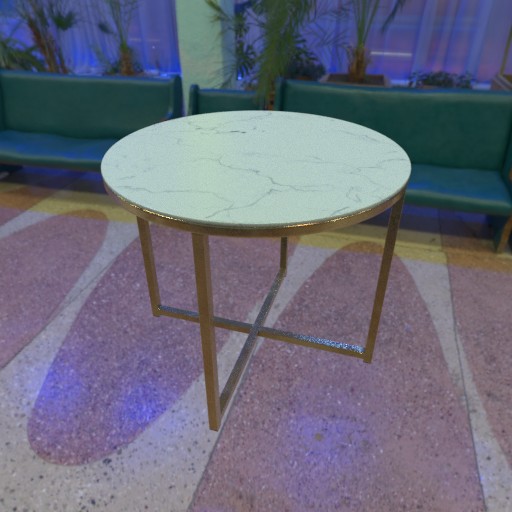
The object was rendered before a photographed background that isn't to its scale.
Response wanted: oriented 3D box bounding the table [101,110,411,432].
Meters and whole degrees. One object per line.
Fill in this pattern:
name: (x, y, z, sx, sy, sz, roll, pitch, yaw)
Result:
table: (0.000, 0.000, 0.858, 0.500, 0.420, 0.500, 0, 33, 0)
